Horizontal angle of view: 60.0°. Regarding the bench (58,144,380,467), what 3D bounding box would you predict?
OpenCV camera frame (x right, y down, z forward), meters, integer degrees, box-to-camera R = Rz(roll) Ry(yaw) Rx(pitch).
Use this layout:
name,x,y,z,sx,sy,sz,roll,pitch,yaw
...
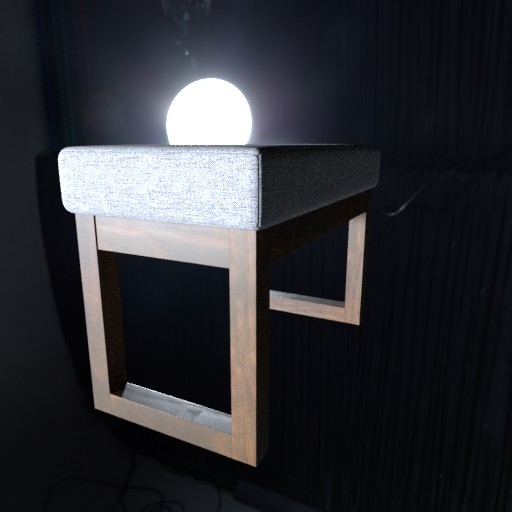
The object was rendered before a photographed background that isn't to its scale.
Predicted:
name,x,y,z,sx,sy,sz,roll,pitch,yaw
bench,0.000,0.000,0.955,0.366,0.467,0.681,7,16,26
